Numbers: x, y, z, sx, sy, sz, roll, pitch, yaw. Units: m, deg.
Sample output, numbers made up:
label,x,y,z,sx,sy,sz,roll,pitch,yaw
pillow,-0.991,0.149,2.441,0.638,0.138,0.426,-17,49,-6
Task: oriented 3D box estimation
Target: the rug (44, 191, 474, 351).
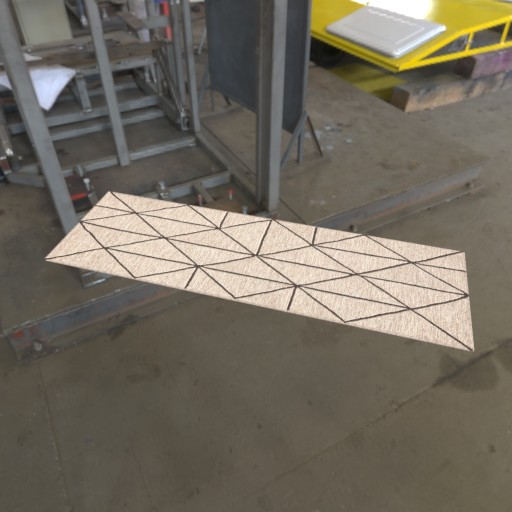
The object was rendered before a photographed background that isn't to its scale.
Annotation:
label,x,y,z,sx,sy,sz,roll,pitch,yaw
rug,0.000,0.000,2.692,2.438,0.012,0.762,11,43,12
